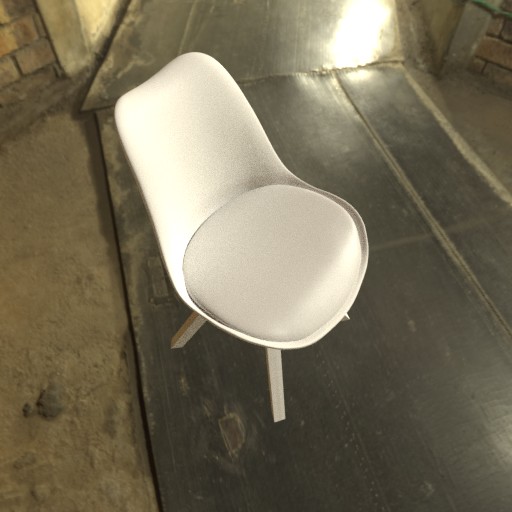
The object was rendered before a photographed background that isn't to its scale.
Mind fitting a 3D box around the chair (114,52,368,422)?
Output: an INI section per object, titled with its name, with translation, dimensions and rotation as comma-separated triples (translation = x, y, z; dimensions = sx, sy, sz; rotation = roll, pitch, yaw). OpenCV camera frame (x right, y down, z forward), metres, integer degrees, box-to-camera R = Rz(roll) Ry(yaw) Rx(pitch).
[chair]
translation = 0.000, 0.000, 1.160
dimensions = 0.550, 0.850, 0.485
rotation = 30, 60, 19
